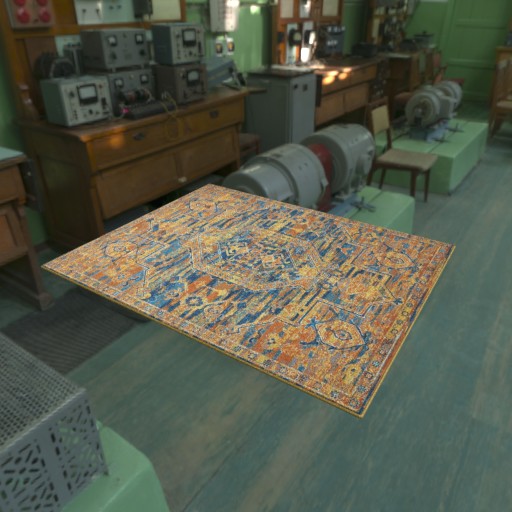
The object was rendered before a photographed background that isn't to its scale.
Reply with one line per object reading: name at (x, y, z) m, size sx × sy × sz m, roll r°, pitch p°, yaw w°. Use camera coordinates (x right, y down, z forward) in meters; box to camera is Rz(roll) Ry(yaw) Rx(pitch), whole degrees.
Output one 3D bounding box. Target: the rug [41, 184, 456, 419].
rug at (0.000, 0.000, 4.137) m, size 3.040 × 0.031 × 2.435 m, roll 18°, pitch 35°, yaw 28°
